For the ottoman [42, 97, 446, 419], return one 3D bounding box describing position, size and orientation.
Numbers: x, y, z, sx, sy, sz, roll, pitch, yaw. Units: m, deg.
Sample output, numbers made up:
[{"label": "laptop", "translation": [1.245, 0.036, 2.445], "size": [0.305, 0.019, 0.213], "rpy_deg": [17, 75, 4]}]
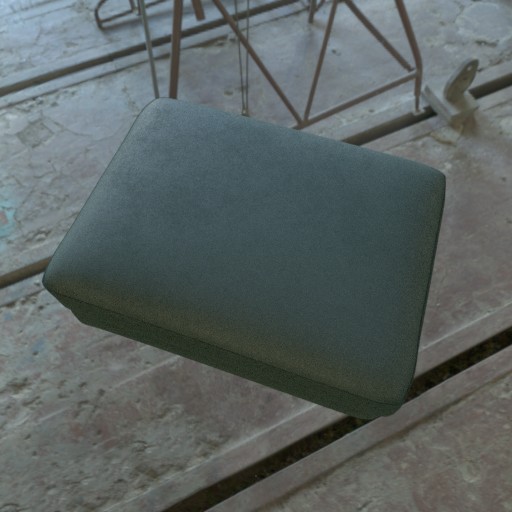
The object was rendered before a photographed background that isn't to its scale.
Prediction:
[{"label": "ottoman", "translation": [0.000, 0.000, 1.144], "size": [0.811, 0.449, 0.608], "rpy_deg": [17, 65, 8]}]
